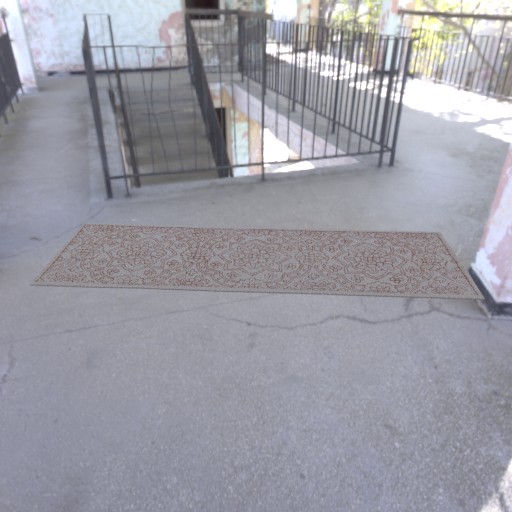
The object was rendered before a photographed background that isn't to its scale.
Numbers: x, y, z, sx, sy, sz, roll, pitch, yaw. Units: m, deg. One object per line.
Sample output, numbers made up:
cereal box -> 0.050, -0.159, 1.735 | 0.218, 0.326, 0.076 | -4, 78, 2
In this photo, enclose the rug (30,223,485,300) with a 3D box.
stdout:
rug -> 0.000, 0.000, 2.701 | 2.448, 0.012, 0.769 | 2, 30, 3
